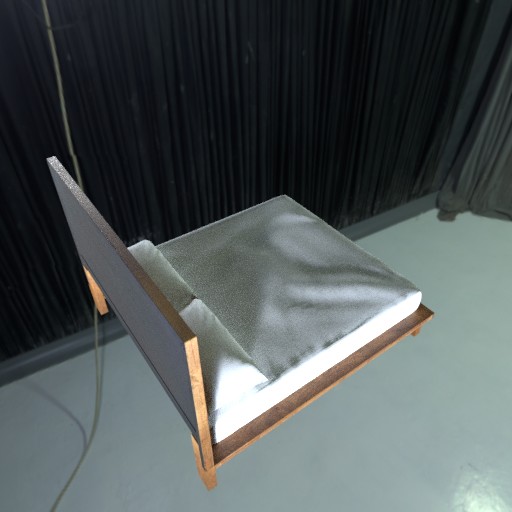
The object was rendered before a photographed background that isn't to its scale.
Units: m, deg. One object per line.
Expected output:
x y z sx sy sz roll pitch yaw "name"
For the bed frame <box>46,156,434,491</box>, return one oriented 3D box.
0.000 0.000 3.536 2.235 1.537 2.038 -25 47 -26 "bed frame"
